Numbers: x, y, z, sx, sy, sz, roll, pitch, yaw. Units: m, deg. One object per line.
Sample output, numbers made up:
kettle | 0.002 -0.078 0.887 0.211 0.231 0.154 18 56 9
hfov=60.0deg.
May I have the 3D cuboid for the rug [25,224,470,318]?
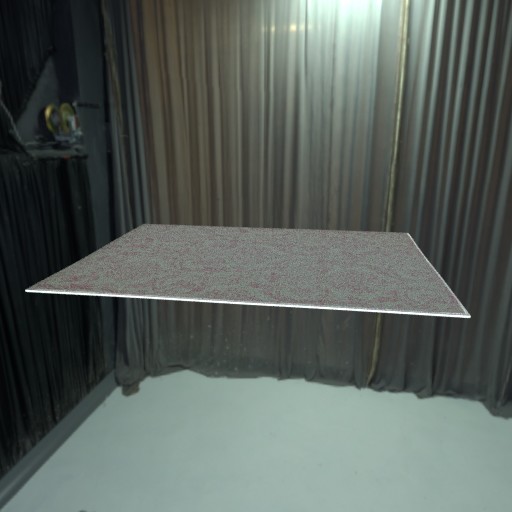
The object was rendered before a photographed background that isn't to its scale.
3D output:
rug | 0.000 0.000 2.916 2.202 0.014 1.598 2 17 8
